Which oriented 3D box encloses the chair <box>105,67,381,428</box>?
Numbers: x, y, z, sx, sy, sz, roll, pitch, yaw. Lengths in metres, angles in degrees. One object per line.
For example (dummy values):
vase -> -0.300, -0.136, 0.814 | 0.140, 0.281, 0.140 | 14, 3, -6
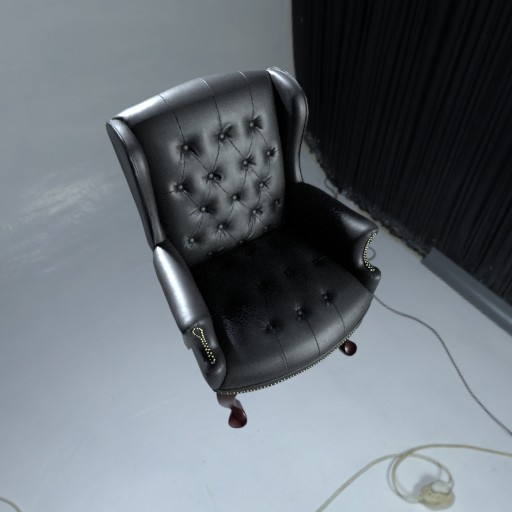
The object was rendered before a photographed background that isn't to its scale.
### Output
chair -> 0.000, 0.000, 1.707 | 0.831, 1.133, 0.822 | -26, 52, -22
